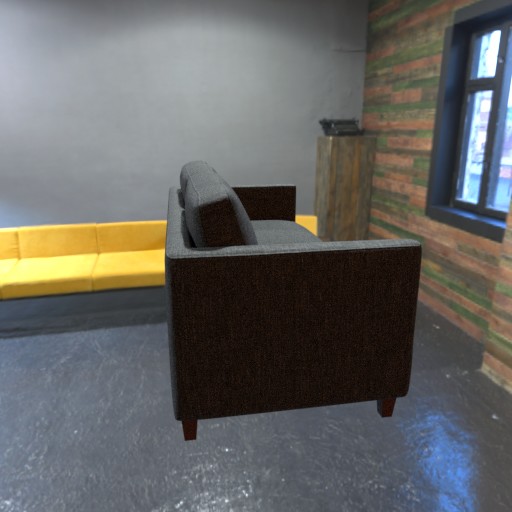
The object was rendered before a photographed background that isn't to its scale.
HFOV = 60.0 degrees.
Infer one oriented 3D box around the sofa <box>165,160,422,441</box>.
[{"bbox_3d":[0.000,0.000,2.461,0.950,0.963,1.884,-3,16,-10],"label":"sofa"}]
